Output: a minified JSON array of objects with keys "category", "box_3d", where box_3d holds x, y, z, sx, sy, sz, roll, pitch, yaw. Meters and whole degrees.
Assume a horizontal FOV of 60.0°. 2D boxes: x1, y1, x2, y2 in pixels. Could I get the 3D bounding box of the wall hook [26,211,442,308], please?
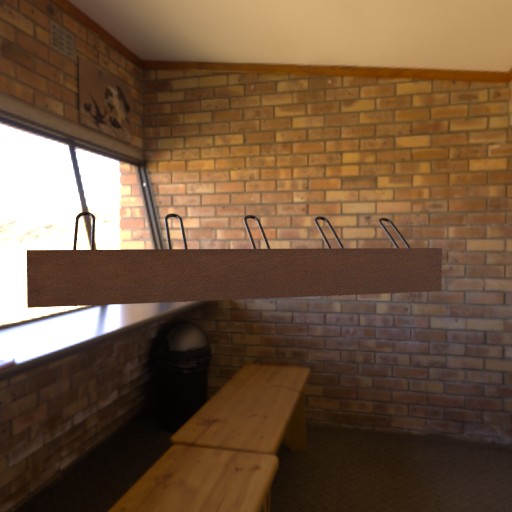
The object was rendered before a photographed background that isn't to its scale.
[{"category":"wall hook","box_3d":[0.000,0.000,0.608,0.554,0.116,0.076,-1,2,-18]}]
